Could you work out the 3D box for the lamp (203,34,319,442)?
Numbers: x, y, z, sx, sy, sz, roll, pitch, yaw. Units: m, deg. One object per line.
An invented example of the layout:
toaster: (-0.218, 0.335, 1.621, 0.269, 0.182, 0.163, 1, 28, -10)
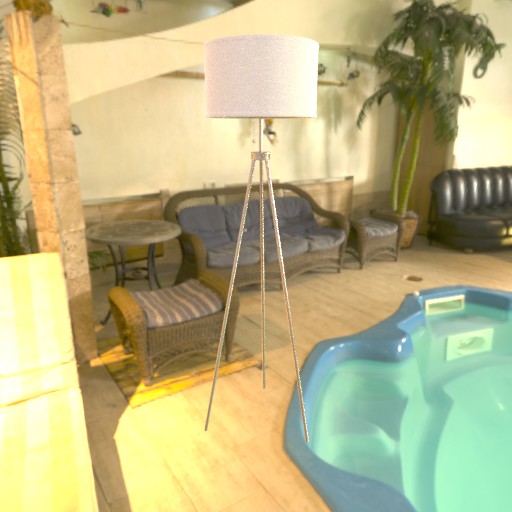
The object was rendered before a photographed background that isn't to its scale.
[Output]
lamp: (0.000, 0.000, 1.772, 0.458, 1.545, 0.448, -8, 18, -26)
